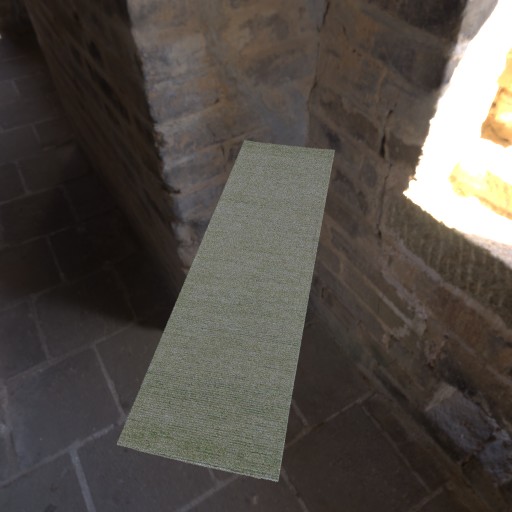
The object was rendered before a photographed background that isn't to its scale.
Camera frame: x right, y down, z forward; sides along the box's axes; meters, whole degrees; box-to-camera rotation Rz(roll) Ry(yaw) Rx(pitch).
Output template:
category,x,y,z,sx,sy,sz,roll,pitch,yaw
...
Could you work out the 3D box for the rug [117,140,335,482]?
category,x,y,z,sx,sy,sz,roll,pitch,yaw
rug,0.000,0.000,2.567,0.686,0.013,2.340,9,48,8
